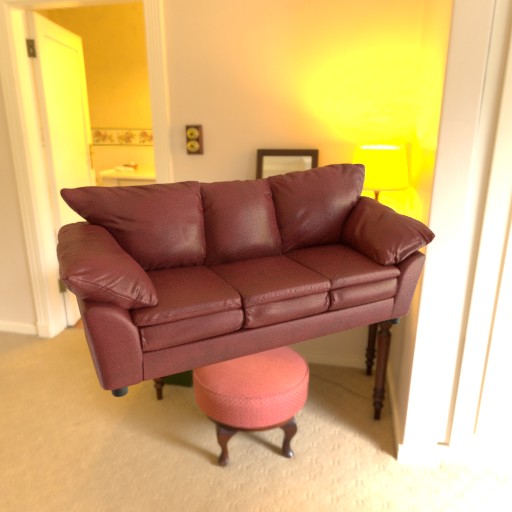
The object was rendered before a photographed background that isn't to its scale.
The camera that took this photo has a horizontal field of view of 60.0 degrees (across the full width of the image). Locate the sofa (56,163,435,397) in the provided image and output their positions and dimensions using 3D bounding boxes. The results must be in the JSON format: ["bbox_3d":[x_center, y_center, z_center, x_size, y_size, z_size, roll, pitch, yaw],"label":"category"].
[{"bbox_3d":[0.000,0.000,2.911,2.390,1.091,0.907,-8,18,-26],"label":"sofa"}]
